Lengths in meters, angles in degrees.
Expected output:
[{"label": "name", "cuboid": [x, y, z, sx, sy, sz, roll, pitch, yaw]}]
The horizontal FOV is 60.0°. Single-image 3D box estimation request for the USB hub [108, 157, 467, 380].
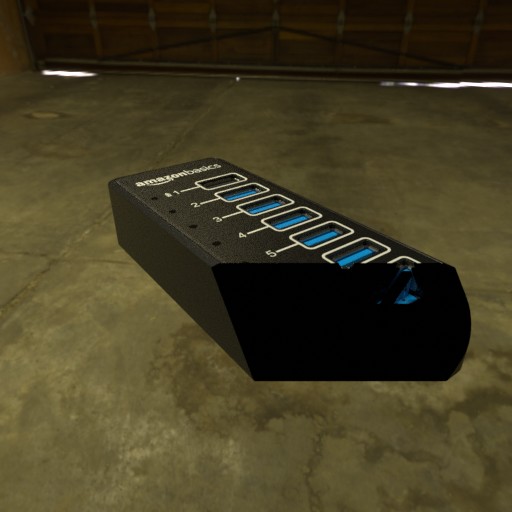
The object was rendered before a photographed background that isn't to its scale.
[{"label": "USB hub", "cuboid": [0.000, 0.000, 0.125, 0.044, 0.023, 0.110, -21, 36, -31]}]
